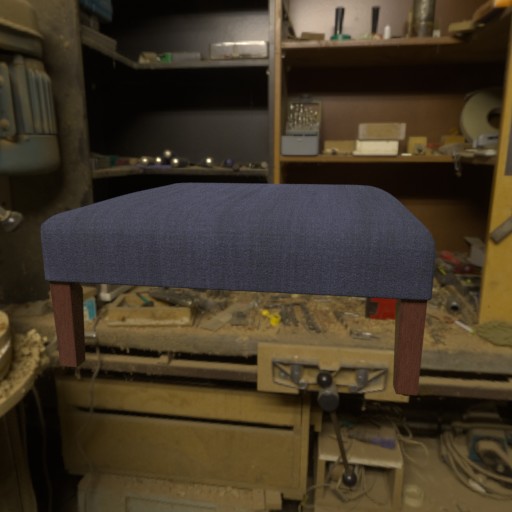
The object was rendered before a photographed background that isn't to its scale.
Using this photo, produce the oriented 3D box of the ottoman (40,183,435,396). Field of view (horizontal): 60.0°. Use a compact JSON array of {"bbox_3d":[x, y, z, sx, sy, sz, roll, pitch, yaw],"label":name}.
[{"bbox_3d":[0.000,0.000,1.420,0.889,0.411,0.890,2,14,9],"label":"ottoman"}]
